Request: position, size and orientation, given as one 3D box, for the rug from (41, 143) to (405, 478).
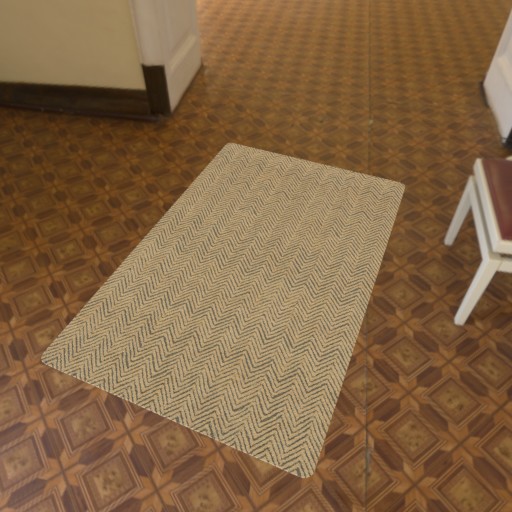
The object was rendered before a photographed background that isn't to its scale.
[{"bbox_3d":[0.000,0.000,2.169,1.144,0.008,1.752,17,48,16],"label":"rug"}]
